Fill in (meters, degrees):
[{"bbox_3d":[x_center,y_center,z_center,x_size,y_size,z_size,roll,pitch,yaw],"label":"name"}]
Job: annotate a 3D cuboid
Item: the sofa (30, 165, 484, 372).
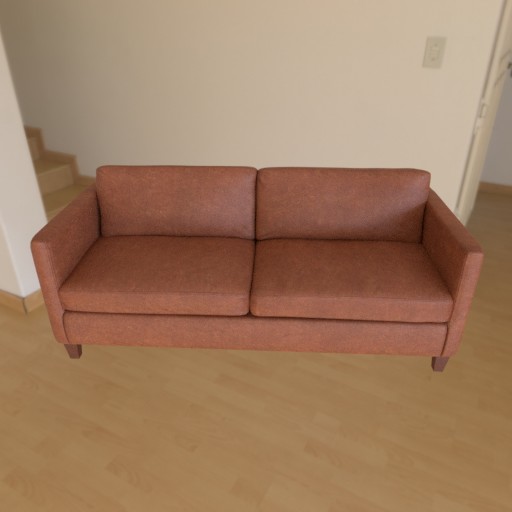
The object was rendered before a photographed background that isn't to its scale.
[{"bbox_3d":[0.000,0.000,2.636,2.204,0.932,0.950,1,29,3],"label":"sofa"}]
